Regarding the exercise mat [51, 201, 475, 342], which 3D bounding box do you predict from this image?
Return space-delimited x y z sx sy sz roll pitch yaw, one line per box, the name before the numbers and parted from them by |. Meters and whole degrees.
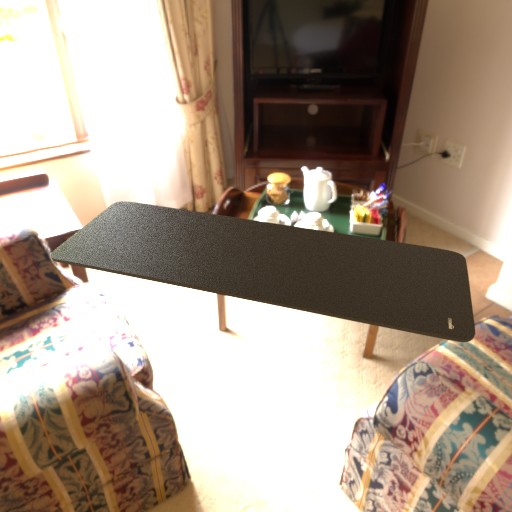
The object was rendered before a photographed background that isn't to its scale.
exercise mat | 0.000 0.000 2.072 1.869 0.021 0.616 10 35 14
